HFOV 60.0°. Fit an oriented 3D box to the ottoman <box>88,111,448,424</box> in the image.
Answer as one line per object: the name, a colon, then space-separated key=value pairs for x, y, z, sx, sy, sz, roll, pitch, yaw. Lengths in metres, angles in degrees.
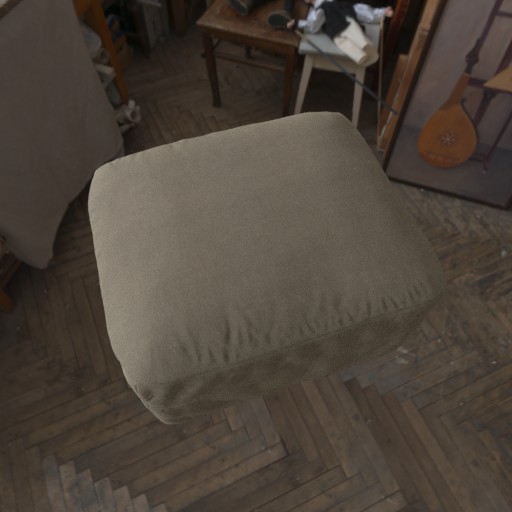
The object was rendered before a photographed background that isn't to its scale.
ottoman: x=0.000 y=0.000 z=1.089 sx=0.712 sy=0.480 sz=0.584 roll=-16 pitch=61 yaw=-9
